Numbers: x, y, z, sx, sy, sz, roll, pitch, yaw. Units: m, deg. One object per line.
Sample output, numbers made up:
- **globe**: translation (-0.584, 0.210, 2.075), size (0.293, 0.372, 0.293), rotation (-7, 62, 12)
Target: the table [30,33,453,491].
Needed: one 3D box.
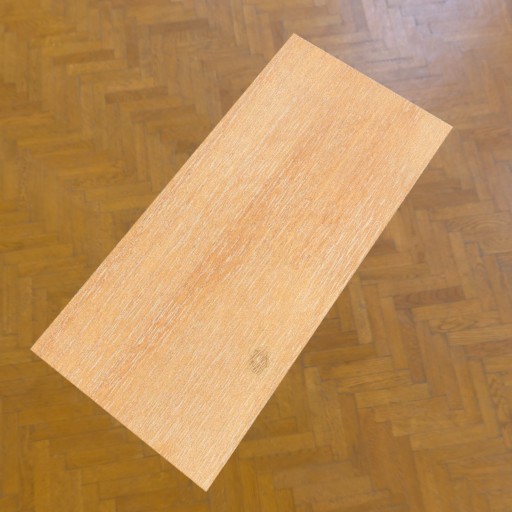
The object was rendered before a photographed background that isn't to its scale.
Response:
- **table**: translation (0.000, 0.000, 1.256), size (0.483, 0.457, 1.016), rotation (35, 78, 9)
